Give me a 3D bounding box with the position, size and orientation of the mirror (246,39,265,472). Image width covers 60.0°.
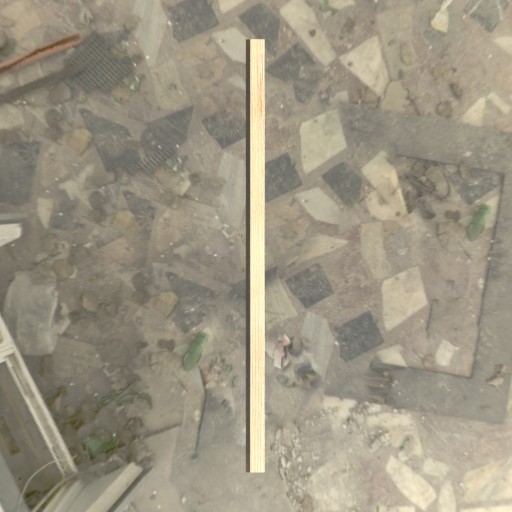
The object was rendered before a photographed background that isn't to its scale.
[{"bbox_3d":[0.000,0.000,1.188,0.032,0.882,0.730,0,90,0],"label":"mirror"}]
